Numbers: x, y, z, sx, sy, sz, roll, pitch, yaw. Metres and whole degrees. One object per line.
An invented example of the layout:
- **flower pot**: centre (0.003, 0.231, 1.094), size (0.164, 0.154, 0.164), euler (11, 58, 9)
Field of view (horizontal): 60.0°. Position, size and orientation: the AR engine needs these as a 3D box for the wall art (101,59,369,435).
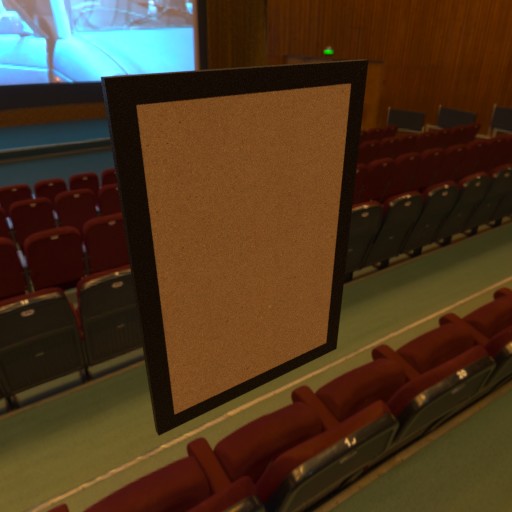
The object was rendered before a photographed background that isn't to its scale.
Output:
- **wall art**: centre (0.000, 0.000, 0.677), size (0.381, 0.534, 0.013), euler (-18, 33, -29)
